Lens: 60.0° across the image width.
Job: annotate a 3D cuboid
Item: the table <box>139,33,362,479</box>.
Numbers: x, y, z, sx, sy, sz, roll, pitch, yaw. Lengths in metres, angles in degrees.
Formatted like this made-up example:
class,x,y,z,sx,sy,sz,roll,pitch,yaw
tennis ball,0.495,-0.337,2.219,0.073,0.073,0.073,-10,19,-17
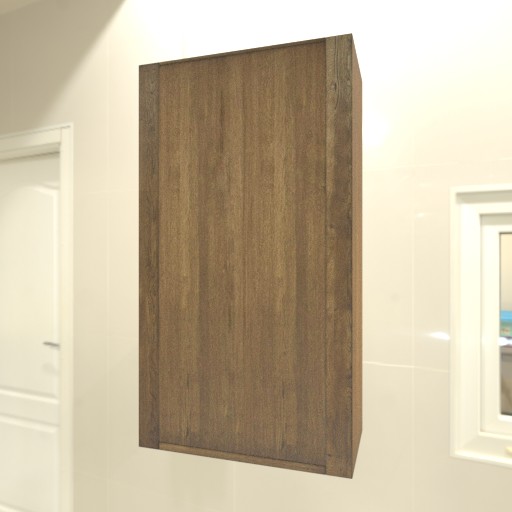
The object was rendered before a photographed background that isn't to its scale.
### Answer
class,x,y,z,sx,sy,sz,roll,pitch,yaw
table,0.000,0.000,2.440,1.100,2.000,0.600,0,0,18
